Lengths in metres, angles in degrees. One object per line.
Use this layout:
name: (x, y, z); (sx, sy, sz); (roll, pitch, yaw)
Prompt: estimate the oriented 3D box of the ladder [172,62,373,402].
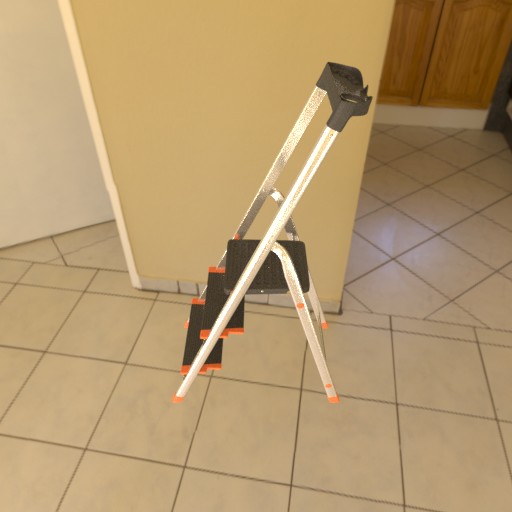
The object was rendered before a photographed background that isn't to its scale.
ladder: (0.000, 0.000, 1.567); (0.686, 1.229, 0.416); (0, 41, 0)
